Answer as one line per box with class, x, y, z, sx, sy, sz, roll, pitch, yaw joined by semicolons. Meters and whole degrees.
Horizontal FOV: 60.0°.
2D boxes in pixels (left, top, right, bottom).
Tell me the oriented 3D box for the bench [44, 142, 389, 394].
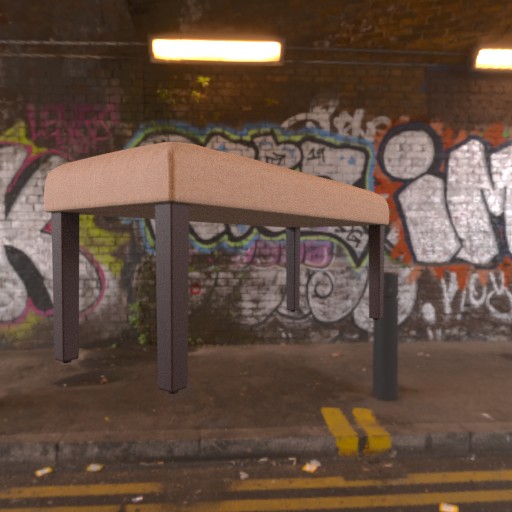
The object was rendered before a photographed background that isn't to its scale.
bench;0.000;0.000;1.252;0.407;0.456;1.013;1;2;36
